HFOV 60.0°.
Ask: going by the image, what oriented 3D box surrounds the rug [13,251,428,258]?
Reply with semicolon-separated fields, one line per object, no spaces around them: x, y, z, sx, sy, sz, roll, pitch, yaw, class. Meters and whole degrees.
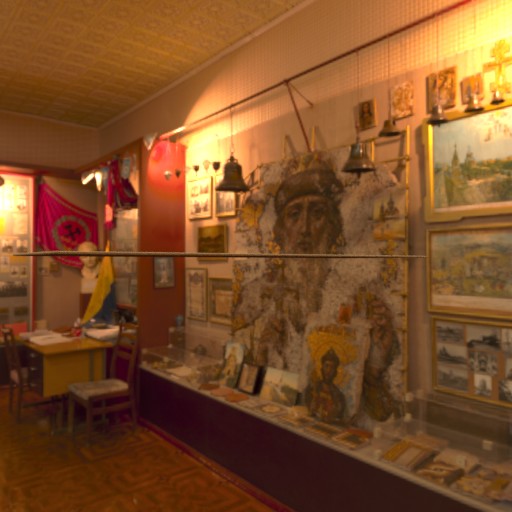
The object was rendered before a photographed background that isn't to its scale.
0.000;0.000;2.628;2.448;0.012;0.769;1;-1;-38;rug
